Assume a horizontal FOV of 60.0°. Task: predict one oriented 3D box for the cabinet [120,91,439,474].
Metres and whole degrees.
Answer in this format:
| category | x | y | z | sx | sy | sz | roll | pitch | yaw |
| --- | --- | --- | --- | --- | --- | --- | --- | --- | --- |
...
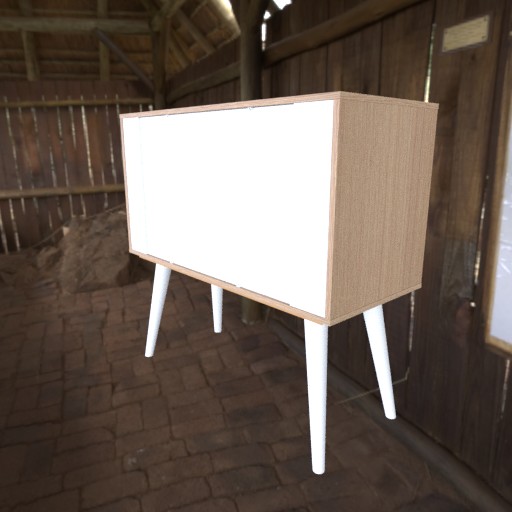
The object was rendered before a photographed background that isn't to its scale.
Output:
| category | x | y | z | sx | sy | sz | roll | pitch | yaw |
| --- | --- | --- | --- | --- | --- | --- | --- | --- | --- |
| cabinet | 0.000 | 0.000 | 1.620 | 0.470 | 1.016 | 1.057 | -13 | 19 | -41 |
